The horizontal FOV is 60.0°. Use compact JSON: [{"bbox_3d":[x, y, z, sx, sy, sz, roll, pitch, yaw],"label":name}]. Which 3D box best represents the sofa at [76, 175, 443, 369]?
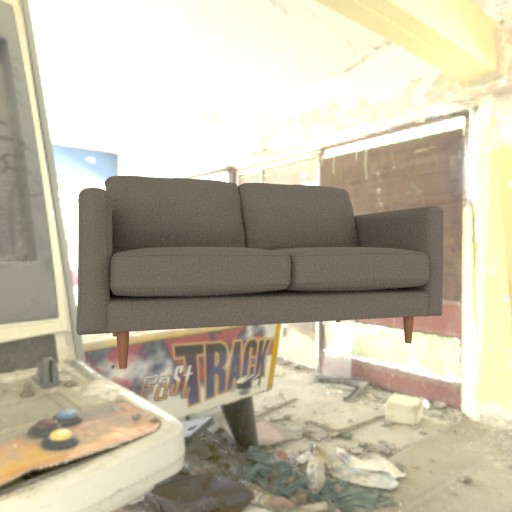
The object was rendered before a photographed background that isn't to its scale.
[{"bbox_3d":[0.000,0.000,2.311,1.713,0.866,0.940,0,1,-20],"label":"sofa"}]
